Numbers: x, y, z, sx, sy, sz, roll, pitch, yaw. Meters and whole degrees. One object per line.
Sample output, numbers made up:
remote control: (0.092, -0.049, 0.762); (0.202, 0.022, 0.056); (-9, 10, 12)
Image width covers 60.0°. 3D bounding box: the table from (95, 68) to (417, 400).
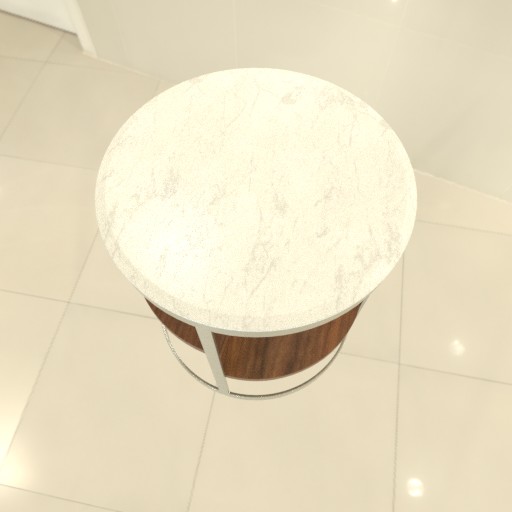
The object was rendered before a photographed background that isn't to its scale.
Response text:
table: (0.000, 0.000, 0.760); (0.407, 0.447, 0.407); (0, 62, 0)
